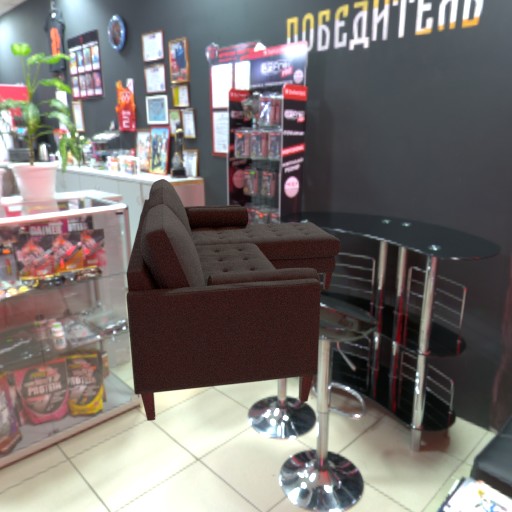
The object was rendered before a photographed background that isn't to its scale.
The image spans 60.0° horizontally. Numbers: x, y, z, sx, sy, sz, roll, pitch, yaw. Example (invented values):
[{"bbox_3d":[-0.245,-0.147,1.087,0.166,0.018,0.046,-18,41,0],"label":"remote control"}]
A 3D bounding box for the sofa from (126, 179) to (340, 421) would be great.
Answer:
[{"bbox_3d":[0.000,0.000,2.982,1.506,0.876,2.178,-3,16,-11],"label":"sofa"}]
